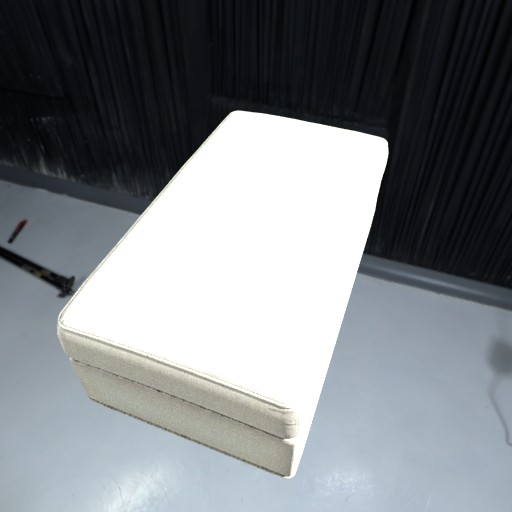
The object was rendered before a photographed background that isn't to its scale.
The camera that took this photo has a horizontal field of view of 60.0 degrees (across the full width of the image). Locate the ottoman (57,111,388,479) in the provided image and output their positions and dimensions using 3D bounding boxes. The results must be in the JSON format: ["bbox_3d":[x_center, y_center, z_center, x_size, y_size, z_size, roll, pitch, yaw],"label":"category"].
[{"bbox_3d":[0.000,0.000,1.414,0.617,0.448,1.097,15,48,14],"label":"ottoman"}]
